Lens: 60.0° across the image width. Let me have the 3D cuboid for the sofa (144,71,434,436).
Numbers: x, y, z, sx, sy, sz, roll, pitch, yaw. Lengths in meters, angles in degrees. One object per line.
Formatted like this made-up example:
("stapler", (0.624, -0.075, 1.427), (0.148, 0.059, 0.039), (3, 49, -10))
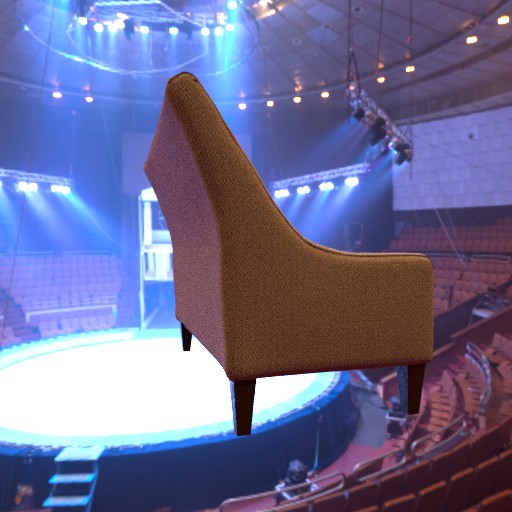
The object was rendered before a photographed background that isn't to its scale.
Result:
("sofa", (0.000, 0.000, 1.885), (0.870, 1.022, 1.242), (0, 0, -17))
